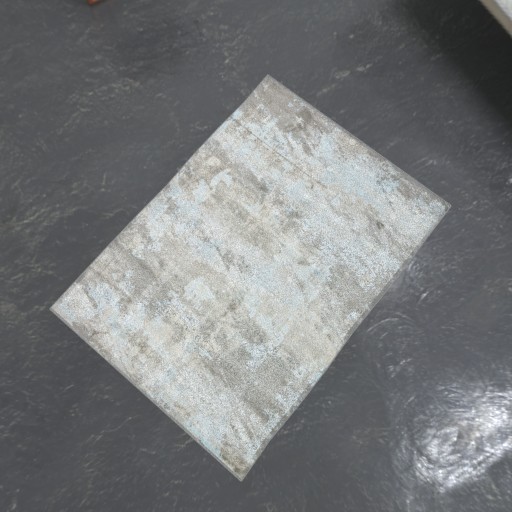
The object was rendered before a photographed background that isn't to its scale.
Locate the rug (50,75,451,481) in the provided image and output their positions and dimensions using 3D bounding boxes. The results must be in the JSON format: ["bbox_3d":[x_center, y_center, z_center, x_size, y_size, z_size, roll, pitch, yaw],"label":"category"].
[{"bbox_3d":[0.000,0.000,4.349,2.393,0.013,3.307,39,79,9],"label":"rug"}]
